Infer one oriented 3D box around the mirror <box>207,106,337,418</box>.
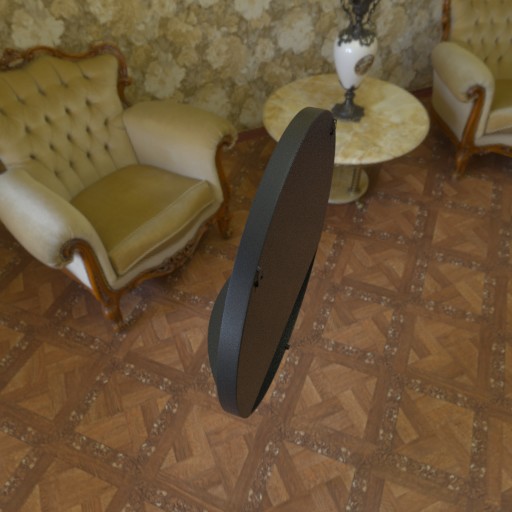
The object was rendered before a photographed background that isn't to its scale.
[{"bbox_3d":[0.000,0.000,0.686,0.133,0.457,0.457,15,48,14],"label":"mirror"}]
